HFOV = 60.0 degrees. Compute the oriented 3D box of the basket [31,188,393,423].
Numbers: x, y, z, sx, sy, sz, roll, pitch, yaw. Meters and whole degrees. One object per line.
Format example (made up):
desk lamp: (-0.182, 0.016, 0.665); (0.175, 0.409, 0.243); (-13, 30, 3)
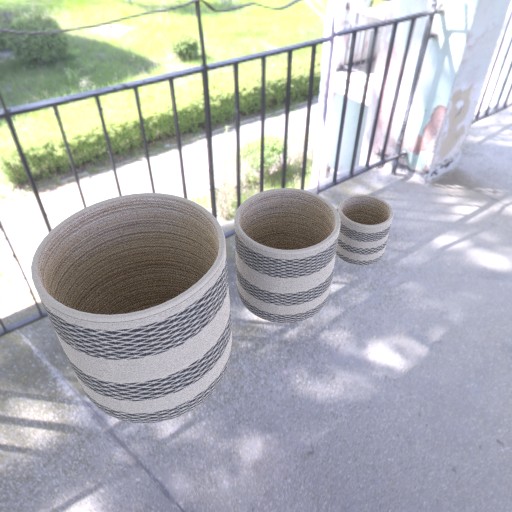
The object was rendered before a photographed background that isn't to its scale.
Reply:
basket: (0.000, 0.000, 1.054); (0.917, 0.356, 0.351); (-26, 48, -26)
